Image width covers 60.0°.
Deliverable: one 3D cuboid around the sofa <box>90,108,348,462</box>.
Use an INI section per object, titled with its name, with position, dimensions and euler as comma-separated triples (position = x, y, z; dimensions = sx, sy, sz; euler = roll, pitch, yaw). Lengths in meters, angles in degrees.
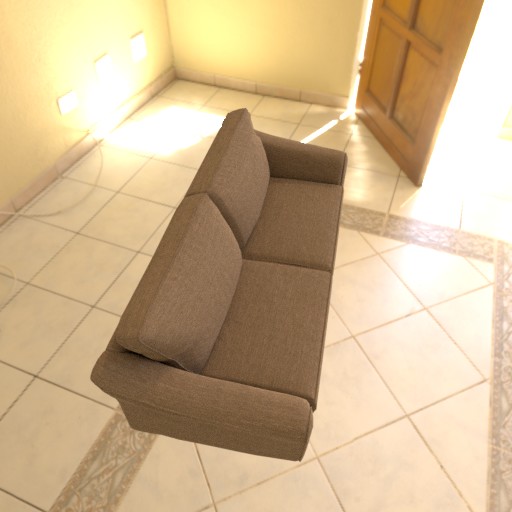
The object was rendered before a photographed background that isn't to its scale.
[sofa]
position = 0.000, 0.000, 2.753
dimensions = 0.980, 0.965, 2.270
euler = 9, 47, 8
